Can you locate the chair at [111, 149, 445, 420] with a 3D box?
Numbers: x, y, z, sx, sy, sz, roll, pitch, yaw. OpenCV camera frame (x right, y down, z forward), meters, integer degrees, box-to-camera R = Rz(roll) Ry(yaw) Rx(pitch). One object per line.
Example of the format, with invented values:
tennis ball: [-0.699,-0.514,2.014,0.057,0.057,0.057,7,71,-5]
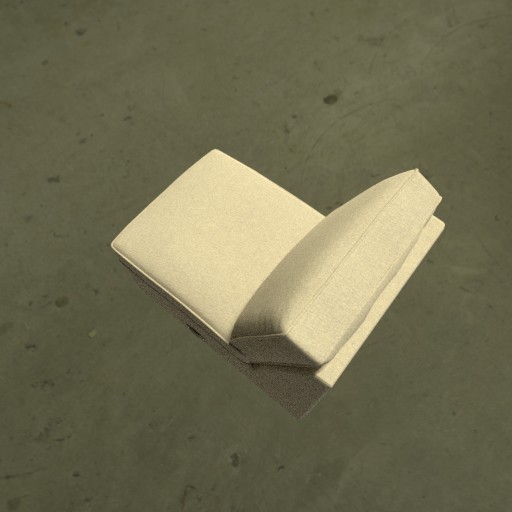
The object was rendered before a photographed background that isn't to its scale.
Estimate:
chair: [0.000,0.000,1.600,0.938,0.970,0.621,36,69,16]
